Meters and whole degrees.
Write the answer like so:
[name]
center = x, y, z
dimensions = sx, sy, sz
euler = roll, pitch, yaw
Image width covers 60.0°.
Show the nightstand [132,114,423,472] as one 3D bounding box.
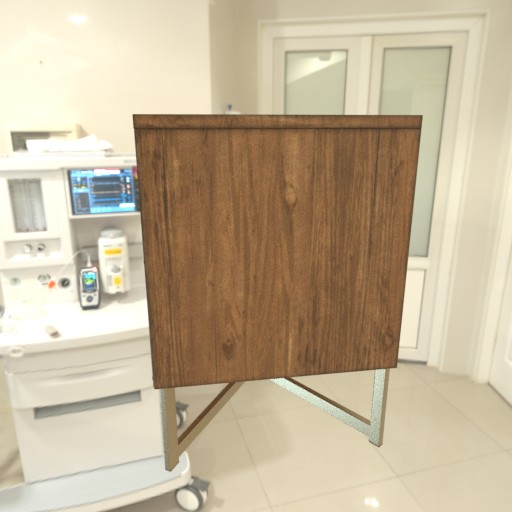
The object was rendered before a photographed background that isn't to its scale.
[nightstand]
center = 0.000, 0.000, 1.022
dimensions = 0.446, 0.610, 0.610
euler = -3, 17, -9
